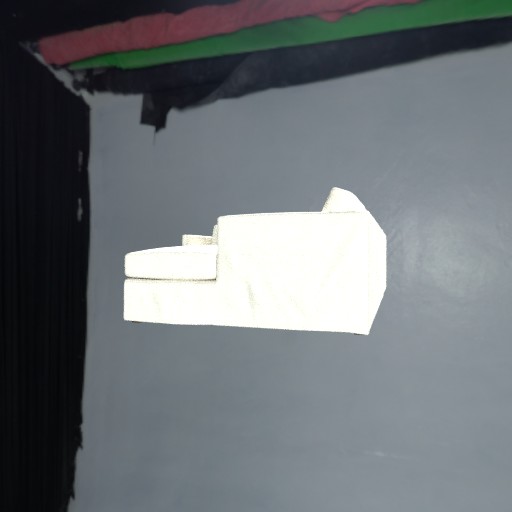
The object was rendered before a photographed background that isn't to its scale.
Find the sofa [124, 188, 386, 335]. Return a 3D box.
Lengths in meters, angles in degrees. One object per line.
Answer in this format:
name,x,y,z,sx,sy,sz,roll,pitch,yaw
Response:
sofa,0.000,0.000,4.455,2.427,0.882,3.460,0,0,18
